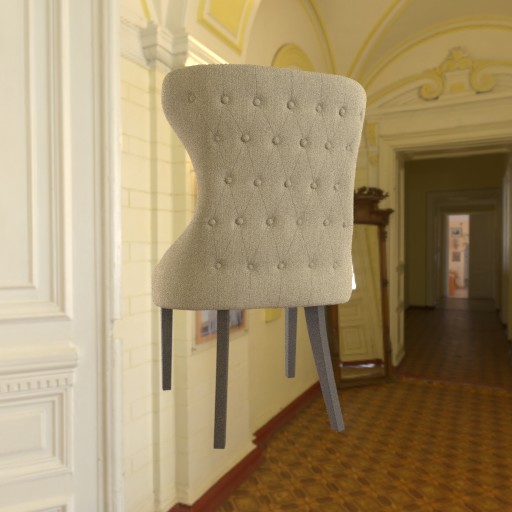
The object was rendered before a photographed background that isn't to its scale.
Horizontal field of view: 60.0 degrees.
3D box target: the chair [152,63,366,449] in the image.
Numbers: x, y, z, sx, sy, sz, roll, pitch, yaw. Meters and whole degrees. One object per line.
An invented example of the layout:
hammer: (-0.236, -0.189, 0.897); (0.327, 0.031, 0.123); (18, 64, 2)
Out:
chair: (0.000, 0.000, 1.391); (0.628, 0.967, 0.635); (0, 1, -18)
